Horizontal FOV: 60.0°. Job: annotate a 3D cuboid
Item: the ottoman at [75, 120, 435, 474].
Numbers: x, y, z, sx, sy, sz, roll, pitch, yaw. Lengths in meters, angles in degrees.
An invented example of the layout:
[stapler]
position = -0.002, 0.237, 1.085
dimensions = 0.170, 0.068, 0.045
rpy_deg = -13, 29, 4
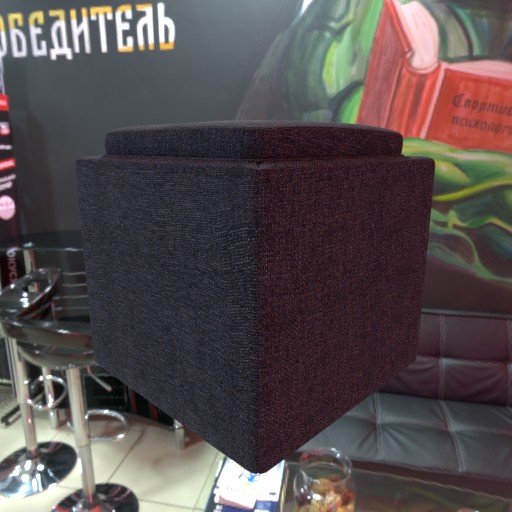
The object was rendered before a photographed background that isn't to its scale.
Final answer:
[ottoman]
position = 0.000, 0.000, 0.805
dimensions = 0.450, 0.460, 0.450
rpy_deg = 14, 19, 43
